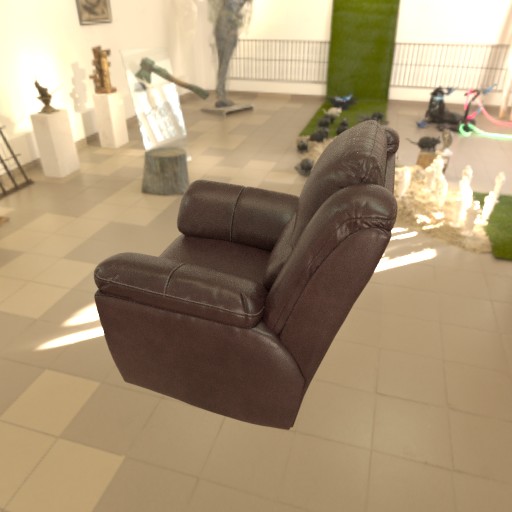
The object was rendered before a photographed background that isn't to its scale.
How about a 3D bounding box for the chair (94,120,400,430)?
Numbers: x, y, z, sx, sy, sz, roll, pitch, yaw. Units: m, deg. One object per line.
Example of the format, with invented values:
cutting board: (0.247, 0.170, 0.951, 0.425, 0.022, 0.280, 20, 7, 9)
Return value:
chair: (0.000, 0.000, 1.897, 1.041, 1.093, 0.990, 8, 31, 14)
